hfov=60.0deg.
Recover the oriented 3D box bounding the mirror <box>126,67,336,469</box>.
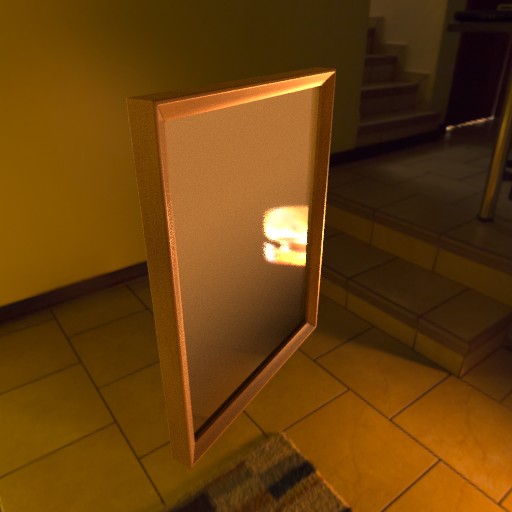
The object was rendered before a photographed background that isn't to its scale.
[{"bbox_3d":[0.000,0.000,0.683,0.041,0.509,0.406,17,32,29],"label":"mirror"}]
